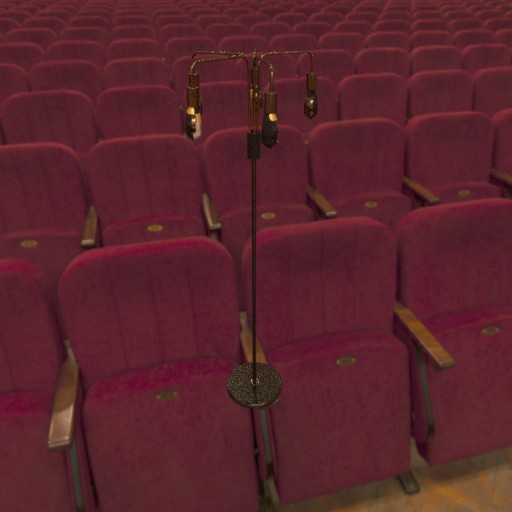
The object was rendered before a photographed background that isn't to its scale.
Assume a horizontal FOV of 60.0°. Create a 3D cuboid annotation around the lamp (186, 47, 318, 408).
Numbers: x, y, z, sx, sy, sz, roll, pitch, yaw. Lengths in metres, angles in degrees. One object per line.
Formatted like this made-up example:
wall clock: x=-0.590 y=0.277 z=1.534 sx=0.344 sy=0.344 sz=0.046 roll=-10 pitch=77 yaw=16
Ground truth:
lamp: x=0.000 y=0.000 z=2.059 sx=0.572 sy=1.721 sz=0.599 roll=-7 pitch=32 yaw=-12
